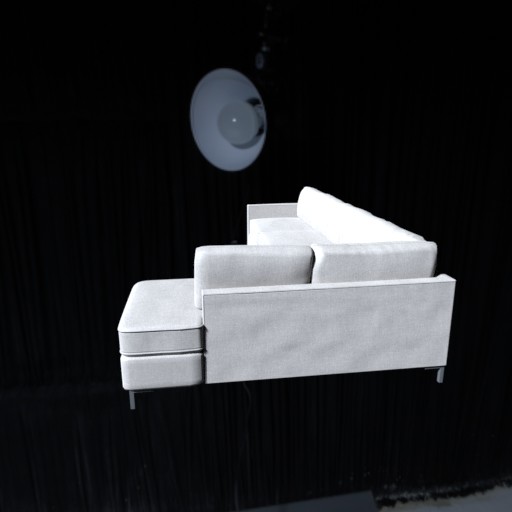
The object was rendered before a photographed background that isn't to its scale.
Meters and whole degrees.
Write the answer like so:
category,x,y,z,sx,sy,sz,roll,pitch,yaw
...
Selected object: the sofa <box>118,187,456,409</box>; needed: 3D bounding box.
category,x,y,z,sx,sy,sz,roll,pitch,yaw
sofa,0.000,0.000,4.253,2.077,0.964,3.331,-2,15,-8
